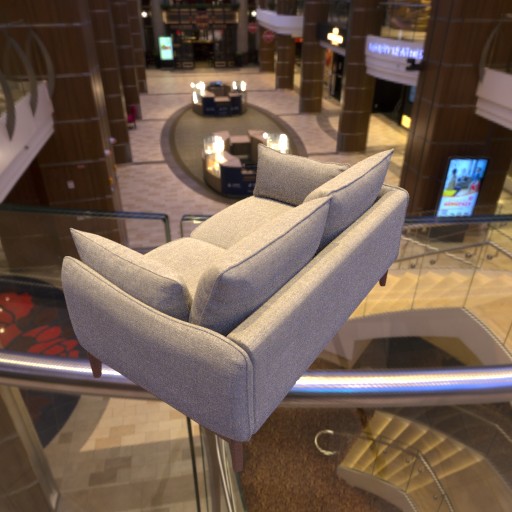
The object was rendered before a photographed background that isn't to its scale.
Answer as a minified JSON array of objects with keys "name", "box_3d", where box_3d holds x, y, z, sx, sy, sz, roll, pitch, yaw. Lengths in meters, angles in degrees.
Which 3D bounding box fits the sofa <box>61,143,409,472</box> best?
[{"name":"sofa","box_3d":[0.000,0.000,2.162,0.972,0.851,1.580,20,37,29]}]
